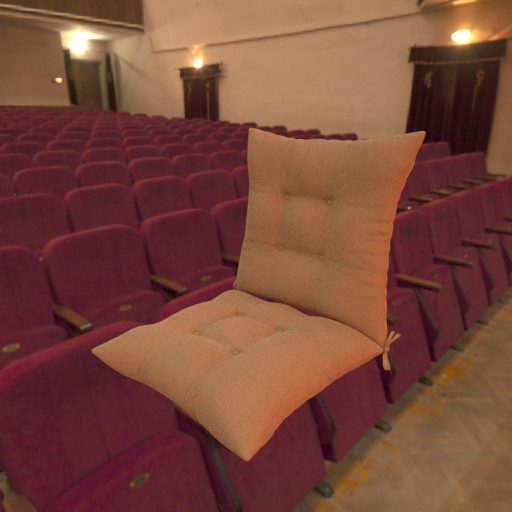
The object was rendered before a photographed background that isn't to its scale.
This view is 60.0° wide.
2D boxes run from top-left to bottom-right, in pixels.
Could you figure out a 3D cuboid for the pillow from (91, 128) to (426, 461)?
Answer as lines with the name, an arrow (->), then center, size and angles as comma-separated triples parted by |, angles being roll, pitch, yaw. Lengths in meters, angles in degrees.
pillow -> 0.000, 0.000, 0.991 | 0.541, 0.536, 0.585 | 16, 24, 40
